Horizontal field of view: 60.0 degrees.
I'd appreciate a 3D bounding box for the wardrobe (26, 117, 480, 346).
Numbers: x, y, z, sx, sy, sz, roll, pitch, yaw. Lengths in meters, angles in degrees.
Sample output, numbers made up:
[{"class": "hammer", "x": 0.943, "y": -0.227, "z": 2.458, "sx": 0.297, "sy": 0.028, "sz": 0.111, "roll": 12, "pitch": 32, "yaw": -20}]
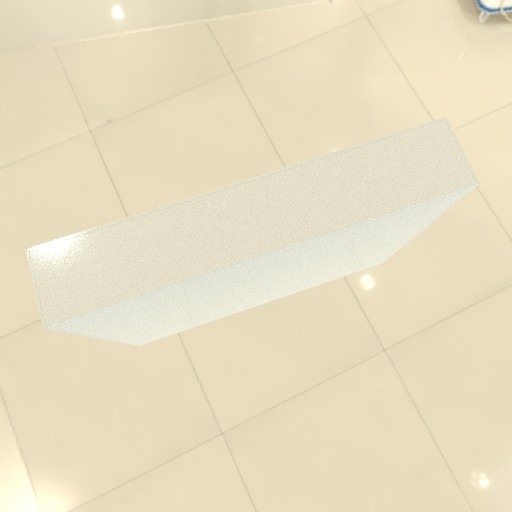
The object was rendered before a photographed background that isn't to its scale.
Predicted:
[{"class": "wardrobe", "x": 0.000, "y": 0.000, "z": 4.085, "sx": 3.000, "sy": 2.360, "sz": 0.580, "roll": -18, "pitch": 77, "yaw": -5}]
